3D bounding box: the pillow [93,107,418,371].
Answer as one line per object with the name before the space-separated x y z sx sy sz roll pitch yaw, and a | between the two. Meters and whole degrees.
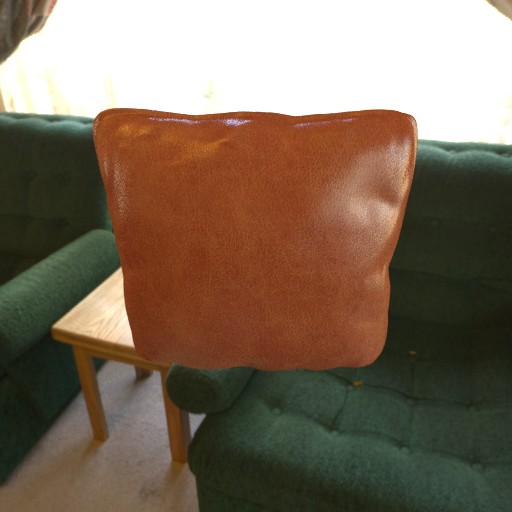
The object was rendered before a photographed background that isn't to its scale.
pillow | 0.000 0.000 0.817 0.532 0.523 0.236 1 29 1
